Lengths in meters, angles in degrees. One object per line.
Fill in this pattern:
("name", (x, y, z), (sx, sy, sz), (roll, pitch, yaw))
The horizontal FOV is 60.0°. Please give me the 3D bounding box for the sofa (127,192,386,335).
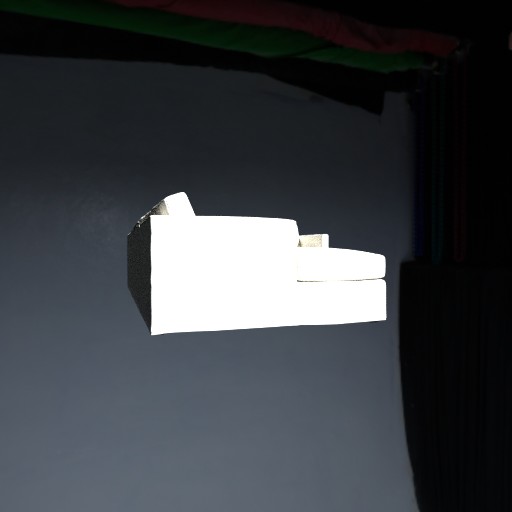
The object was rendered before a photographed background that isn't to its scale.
("sofa", (0.000, 0.000, 4.548), (2.448, 0.882, 3.464), (0, 1, -19))
